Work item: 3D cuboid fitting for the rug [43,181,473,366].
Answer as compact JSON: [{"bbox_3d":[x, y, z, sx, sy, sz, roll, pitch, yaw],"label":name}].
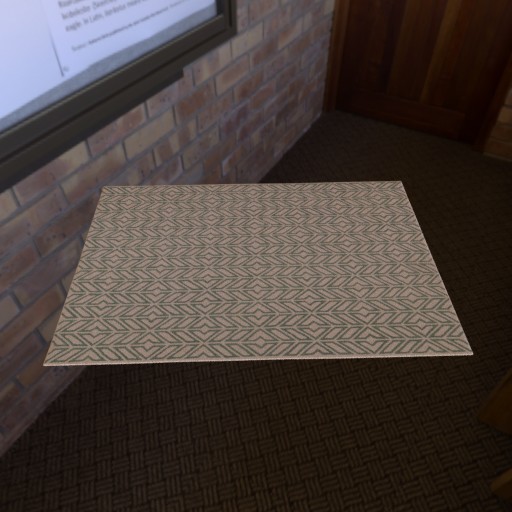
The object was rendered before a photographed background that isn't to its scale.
[{"bbox_3d":[0.000,0.000,2.302,1.828,0.007,1.220,-1,46,-1],"label":"rug"}]
